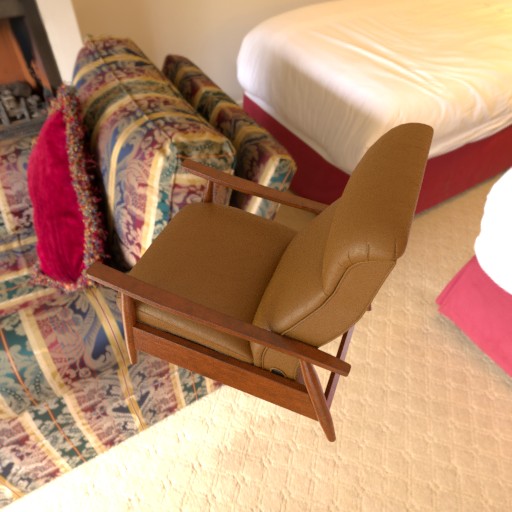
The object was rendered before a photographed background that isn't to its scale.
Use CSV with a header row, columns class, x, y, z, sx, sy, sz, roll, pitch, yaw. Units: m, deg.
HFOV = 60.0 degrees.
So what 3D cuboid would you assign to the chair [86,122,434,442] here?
class,x,y,z,sx,sy,sz,roll,pitch,yaw
chair,0.000,0.000,1.749,1.014,1.082,0.762,16,49,15
